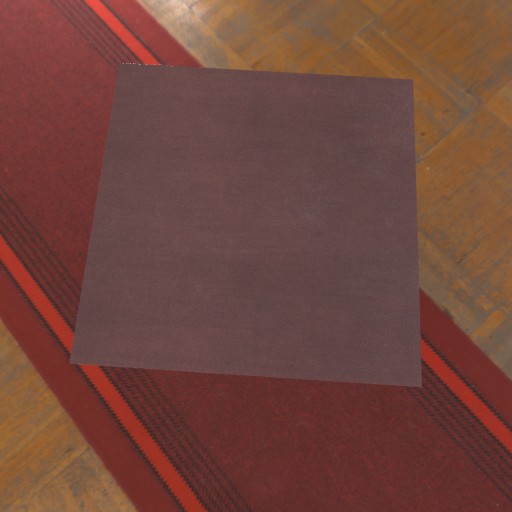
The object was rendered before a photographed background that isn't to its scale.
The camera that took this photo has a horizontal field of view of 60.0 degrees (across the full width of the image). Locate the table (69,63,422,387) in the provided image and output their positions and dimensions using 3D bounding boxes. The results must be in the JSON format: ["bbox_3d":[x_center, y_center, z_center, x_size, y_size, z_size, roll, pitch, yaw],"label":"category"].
[{"bbox_3d":[0.000,0.000,1.667,0.861,0.991,0.861,4,75,1],"label":"table"}]
